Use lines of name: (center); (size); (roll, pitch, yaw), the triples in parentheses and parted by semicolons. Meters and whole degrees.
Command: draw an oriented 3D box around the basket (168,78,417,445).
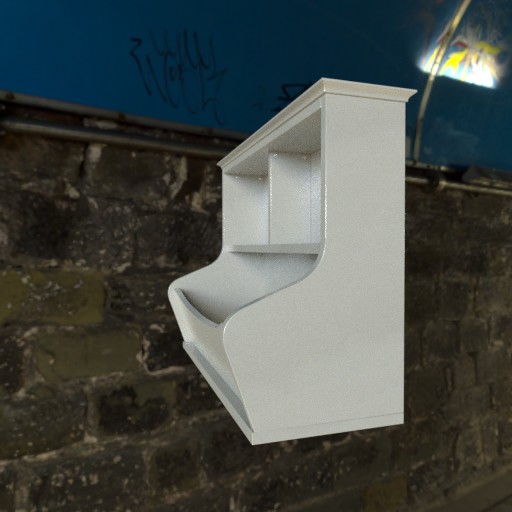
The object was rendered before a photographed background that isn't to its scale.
basket: (0.000, 0.000, 1.109); (0.350, 0.600, 0.780); (0, 1, -18)
